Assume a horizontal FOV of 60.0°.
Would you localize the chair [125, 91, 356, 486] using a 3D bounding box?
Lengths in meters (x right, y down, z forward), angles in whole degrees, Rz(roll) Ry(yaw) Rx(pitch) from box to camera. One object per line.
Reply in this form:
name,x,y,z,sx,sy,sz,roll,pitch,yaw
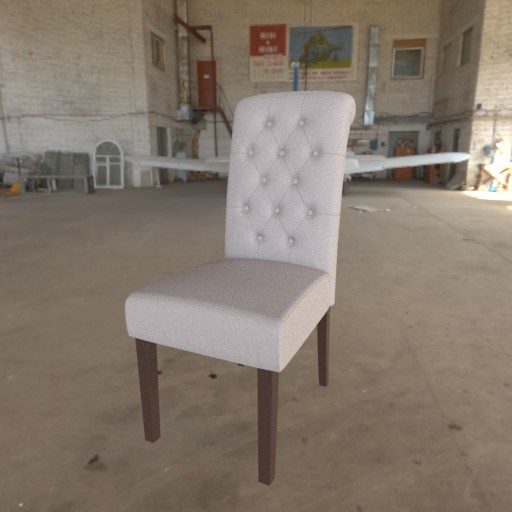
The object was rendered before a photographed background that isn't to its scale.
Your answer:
chair,0.000,0.000,1.360,0.456,1.006,0.671,7,15,26
